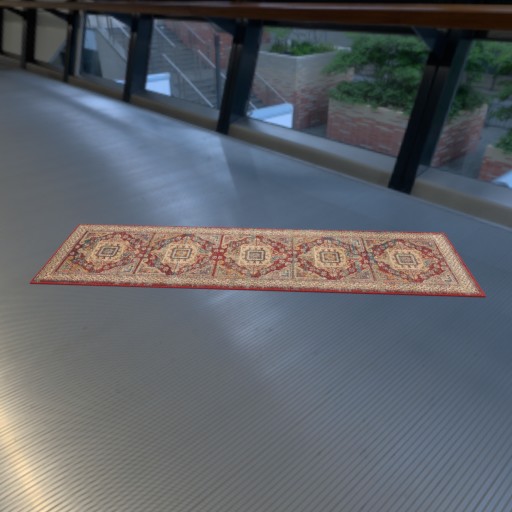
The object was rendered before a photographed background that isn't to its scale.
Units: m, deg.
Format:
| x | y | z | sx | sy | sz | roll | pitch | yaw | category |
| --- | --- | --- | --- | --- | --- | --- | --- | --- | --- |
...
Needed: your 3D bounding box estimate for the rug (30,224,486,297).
| x | y | z | sx | sy | sz | roll | pitch | yaw | category |
| --- | --- | --- | --- | --- | --- | --- | --- | --- | --- |
| 0.000 | 0.000 | 2.503 | 2.292 | 0.015 | 0.659 | 2 | 31 | 2 | rug |
